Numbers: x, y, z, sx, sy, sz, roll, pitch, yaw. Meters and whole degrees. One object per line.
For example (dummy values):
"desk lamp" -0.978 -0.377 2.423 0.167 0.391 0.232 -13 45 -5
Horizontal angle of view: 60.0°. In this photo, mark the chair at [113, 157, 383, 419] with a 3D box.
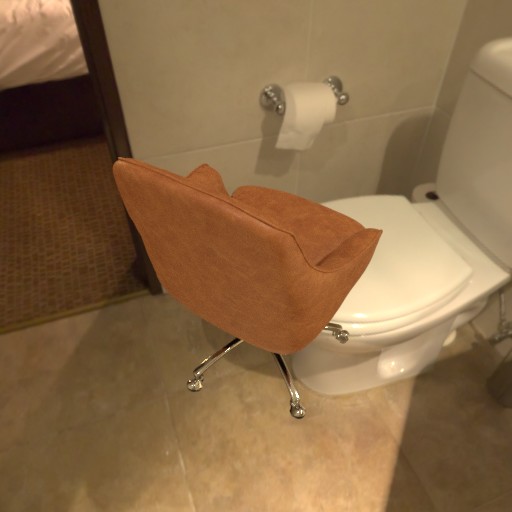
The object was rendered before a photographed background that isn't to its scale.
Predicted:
"chair" 0.000 0.000 1.336 0.628 0.909 0.615 25 50 22
